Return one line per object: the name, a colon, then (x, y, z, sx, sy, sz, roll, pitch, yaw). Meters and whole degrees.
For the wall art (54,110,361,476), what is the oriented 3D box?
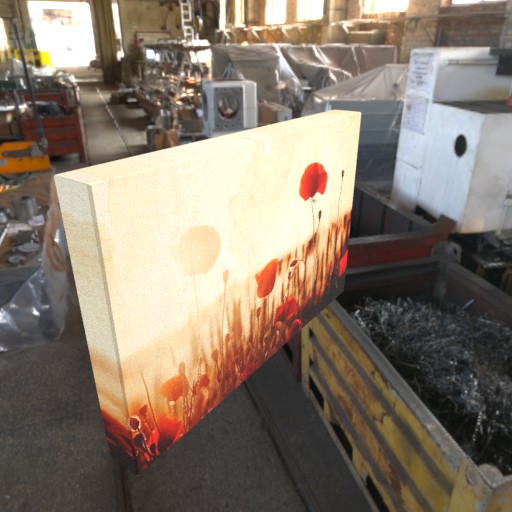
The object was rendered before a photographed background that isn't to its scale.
wall art: (0.000, 0.000, 0.464, 0.037, 0.251, 0.383, 18, 31, 32)
